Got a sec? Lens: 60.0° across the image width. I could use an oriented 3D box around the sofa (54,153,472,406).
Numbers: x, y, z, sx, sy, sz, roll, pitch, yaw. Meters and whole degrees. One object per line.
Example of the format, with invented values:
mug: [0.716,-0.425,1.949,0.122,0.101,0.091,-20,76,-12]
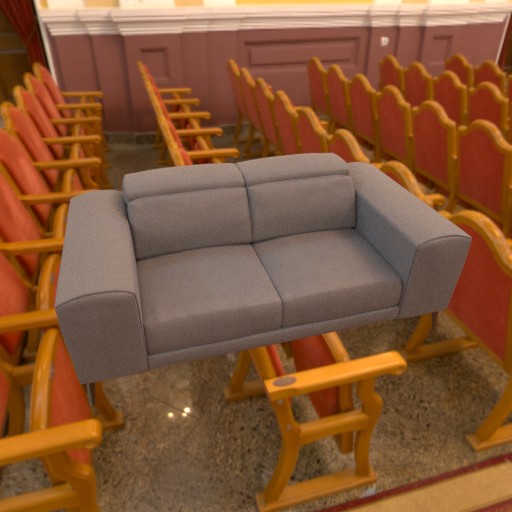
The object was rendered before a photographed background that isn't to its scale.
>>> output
sofa: [0.000,0.000,2.403,1.895,0.779,1.003,-9,34,-13]
